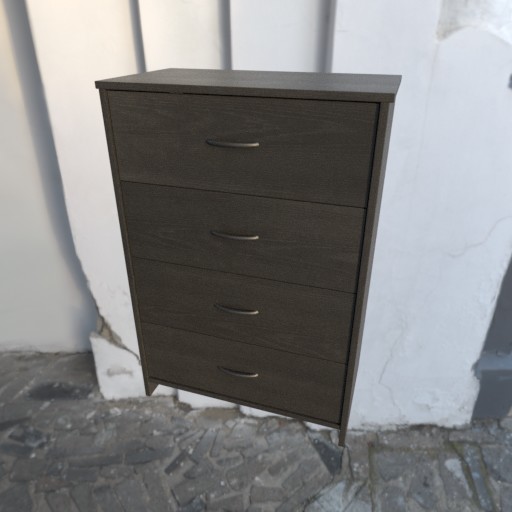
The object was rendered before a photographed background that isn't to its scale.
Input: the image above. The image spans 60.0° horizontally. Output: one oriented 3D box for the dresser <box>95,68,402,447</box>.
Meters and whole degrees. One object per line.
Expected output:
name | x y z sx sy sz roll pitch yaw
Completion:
dresser | 0.000 0.000 1.362 0.700 1.020 0.398 9 29 16
